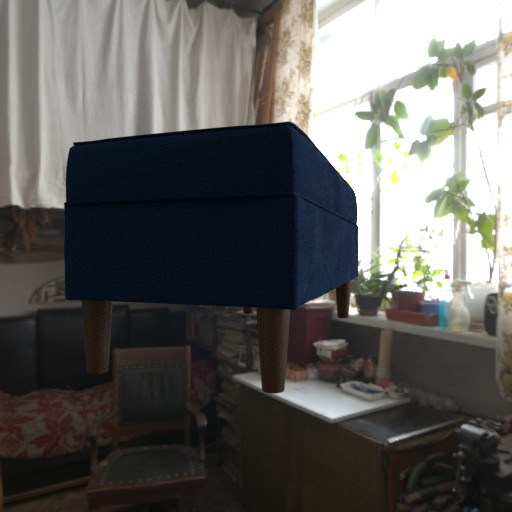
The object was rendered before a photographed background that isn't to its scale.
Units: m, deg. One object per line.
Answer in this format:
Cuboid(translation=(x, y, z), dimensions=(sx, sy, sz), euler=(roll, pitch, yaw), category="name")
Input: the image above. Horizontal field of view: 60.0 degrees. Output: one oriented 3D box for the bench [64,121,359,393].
Cuboid(translation=(0.000, 0.000, 1.279), dimensions=(0.489, 0.467, 1.010), euler=(0, 1, 19), category="bench")
